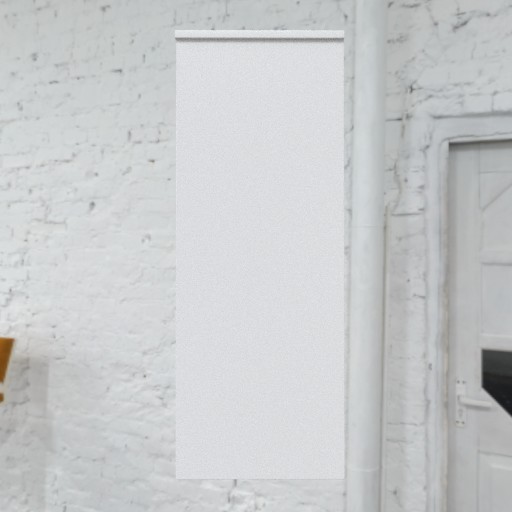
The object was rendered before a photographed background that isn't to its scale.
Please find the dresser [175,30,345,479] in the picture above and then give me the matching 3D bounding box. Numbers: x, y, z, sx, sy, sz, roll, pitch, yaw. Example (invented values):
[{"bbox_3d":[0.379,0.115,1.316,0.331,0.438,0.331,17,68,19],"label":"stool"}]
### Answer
[{"bbox_3d":[0.000,0.000,1.356,0.401,1.021,0.704,0,0,0],"label":"dresser"}]
